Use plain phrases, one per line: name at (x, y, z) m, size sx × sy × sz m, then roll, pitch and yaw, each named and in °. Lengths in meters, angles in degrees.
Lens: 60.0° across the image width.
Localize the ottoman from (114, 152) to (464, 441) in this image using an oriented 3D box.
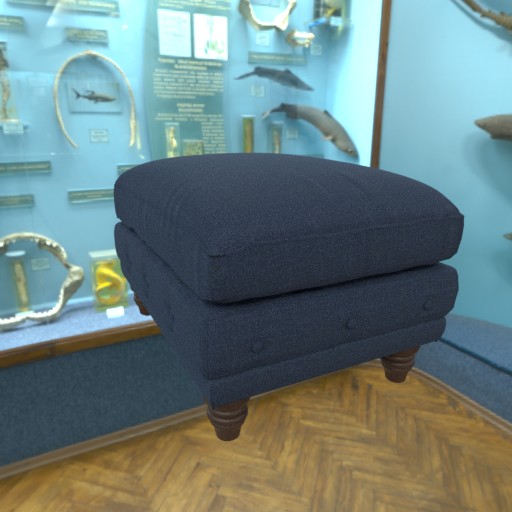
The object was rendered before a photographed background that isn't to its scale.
ottoman at (0.000, 0.000, 1.104) m, size 0.558 × 0.486 × 0.767 m, roll -9°, pitch 19°, yaw -26°
